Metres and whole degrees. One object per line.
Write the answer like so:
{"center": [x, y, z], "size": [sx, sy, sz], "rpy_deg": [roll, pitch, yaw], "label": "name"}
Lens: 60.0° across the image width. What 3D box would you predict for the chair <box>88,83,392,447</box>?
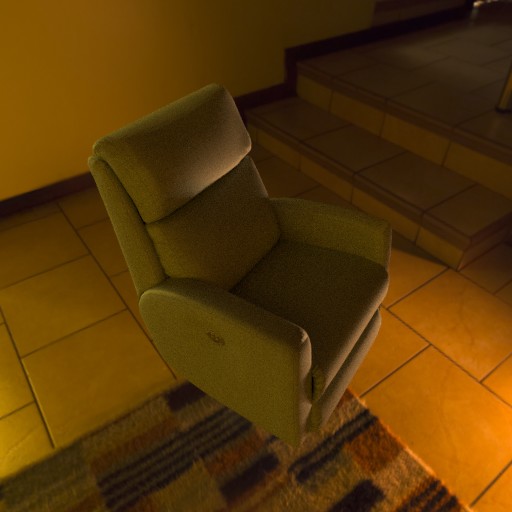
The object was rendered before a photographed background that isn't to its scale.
{"center": [0.000, 0.000, 1.693], "size": [0.940, 1.016, 0.794], "rpy_deg": [24, 47, 25], "label": "chair"}
